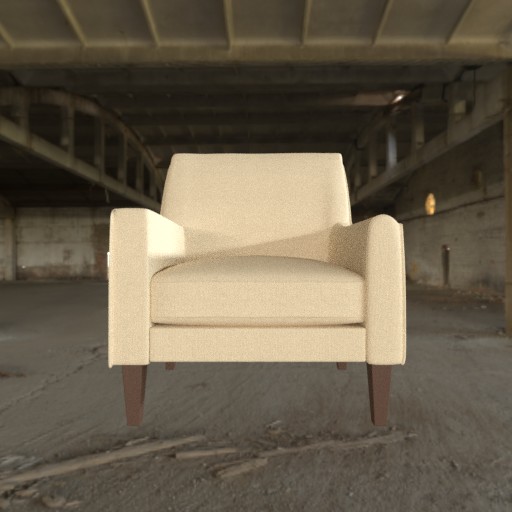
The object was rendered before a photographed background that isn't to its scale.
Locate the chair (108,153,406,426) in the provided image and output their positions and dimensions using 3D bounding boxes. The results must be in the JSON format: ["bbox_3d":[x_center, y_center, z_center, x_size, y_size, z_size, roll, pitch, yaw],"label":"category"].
[{"bbox_3d":[0.000,0.000,1.587,0.780,0.919,0.899,0,0,0],"label":"chair"}]
